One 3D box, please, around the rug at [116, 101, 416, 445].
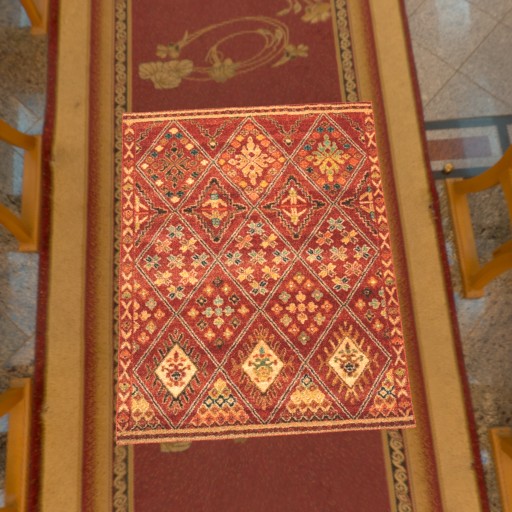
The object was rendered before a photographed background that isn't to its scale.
[{"bbox_3d":[0.000,0.000,4.043,2.489,0.030,3.086,-3,76,-1],"label":"rug"}]
